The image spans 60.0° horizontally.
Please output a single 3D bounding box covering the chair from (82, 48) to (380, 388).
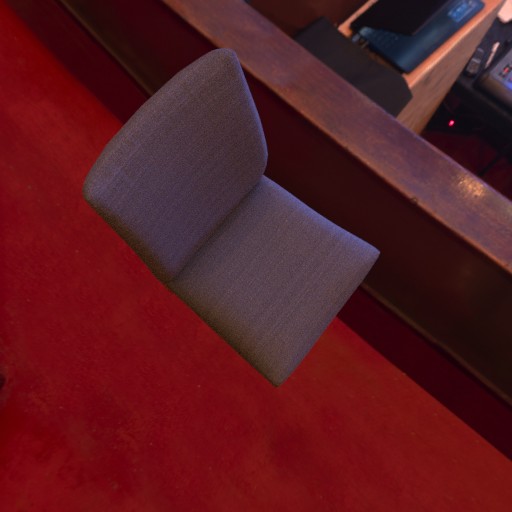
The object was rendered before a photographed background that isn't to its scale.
[{"bbox_3d":[0.000,0.000,1.272,0.585,0.940,0.496,38,78,9],"label":"chair"}]
